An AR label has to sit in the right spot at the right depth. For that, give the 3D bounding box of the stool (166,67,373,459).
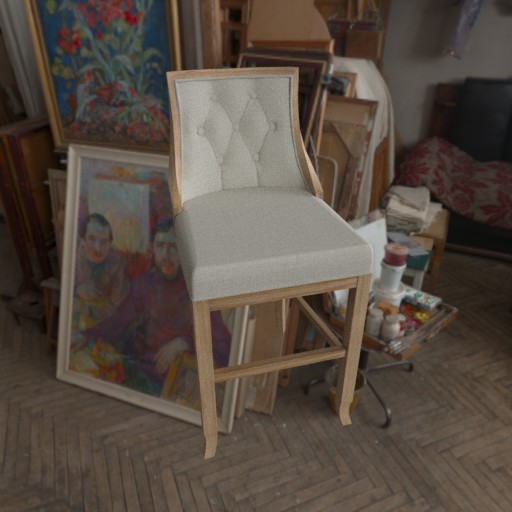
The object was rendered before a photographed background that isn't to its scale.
[{"bbox_3d":[0.000,0.000,1.486,0.524,1.101,0.626,-8,31,-13],"label":"stool"}]
